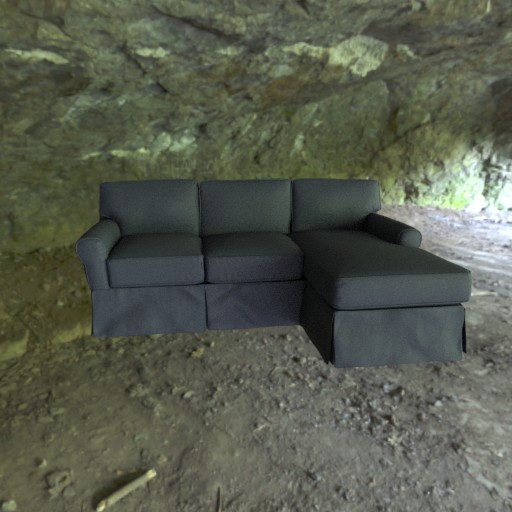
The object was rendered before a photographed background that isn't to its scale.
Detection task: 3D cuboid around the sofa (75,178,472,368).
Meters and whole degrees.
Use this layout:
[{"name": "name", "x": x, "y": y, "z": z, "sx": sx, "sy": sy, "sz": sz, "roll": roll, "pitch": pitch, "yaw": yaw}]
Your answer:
[{"name": "sofa", "x": 0.000, "y": 0.000, "z": 3.258, "sx": 2.518, "sy": 1.039, "sz": 1.637, "roll": -2, "pitch": 14, "yaw": -8}]
